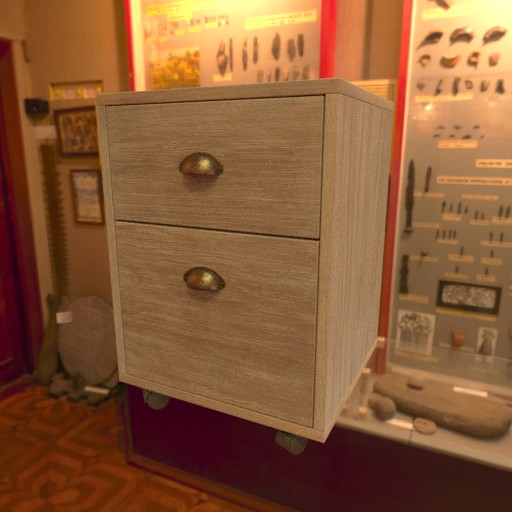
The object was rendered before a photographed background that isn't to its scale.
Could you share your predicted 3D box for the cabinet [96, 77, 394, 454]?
[{"bbox_3d":[0.000,0.000,0.859,0.409,0.579,0.401,7,16,26],"label":"cabinet"}]
